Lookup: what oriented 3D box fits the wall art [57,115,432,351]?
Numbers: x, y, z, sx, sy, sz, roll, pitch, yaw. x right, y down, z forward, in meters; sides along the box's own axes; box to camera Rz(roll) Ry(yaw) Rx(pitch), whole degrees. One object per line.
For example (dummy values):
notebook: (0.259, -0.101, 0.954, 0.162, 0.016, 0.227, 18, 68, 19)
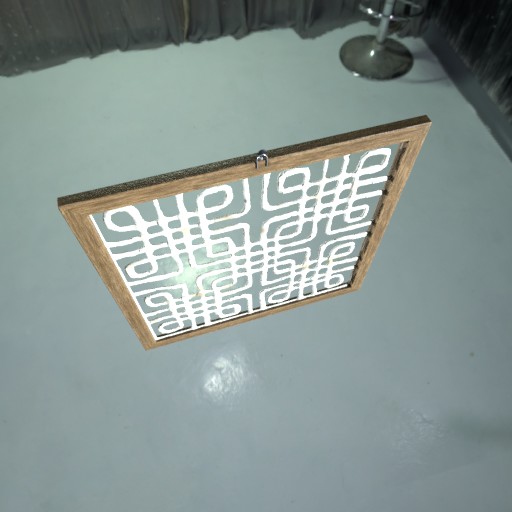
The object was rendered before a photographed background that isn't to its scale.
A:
wall art: (0.000, 0.000, 0.870, 0.561, 0.582, 0.021, -15, 60, -9)
